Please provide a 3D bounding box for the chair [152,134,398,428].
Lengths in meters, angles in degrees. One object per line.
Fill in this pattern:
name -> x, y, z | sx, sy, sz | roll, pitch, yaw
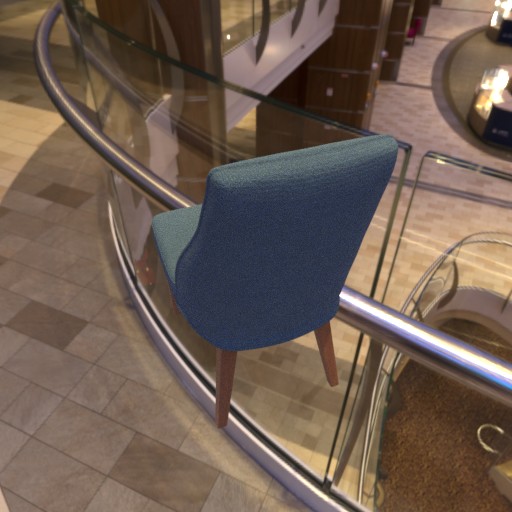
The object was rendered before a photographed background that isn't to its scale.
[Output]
chair -> 0.000, 0.000, 1.276 | 0.500, 0.930, 0.620 | -15, 43, -16
